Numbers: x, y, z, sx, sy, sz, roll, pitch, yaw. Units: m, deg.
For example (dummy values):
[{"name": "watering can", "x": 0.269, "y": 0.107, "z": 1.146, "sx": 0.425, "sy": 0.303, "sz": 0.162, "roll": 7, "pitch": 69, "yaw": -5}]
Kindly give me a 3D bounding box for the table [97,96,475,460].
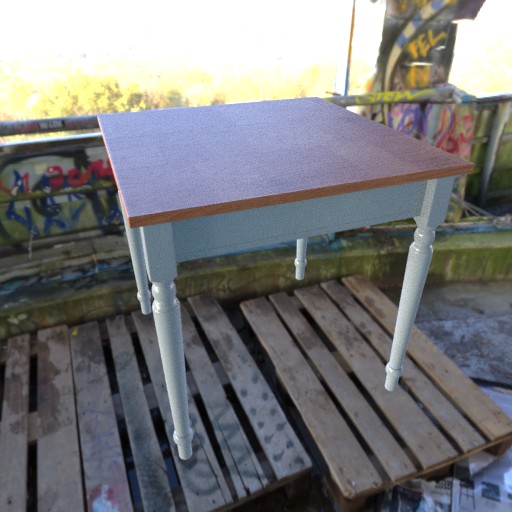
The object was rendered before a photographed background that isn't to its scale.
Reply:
[{"name": "table", "x": 0.000, "y": 0.000, "z": 1.350, "sx": 0.747, "sy": 0.738, "sz": 0.747, "roll": -11, "pitch": 33, "yaw": -18}]
